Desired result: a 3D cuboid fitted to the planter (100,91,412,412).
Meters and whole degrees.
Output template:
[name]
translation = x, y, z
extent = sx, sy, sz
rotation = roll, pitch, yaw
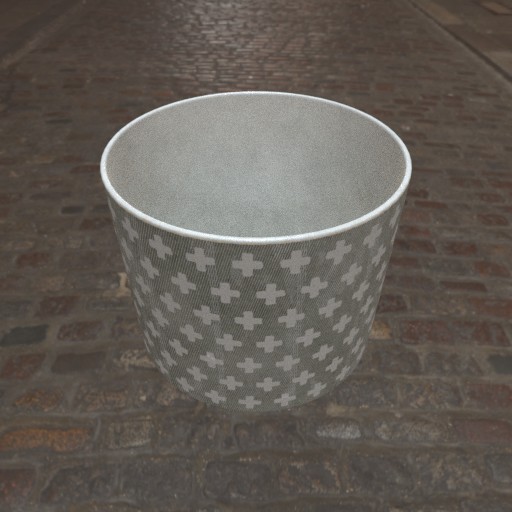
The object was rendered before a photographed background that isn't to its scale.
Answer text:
[planter]
translation = 0.000, 0.000, 0.445
extent = 0.250, 0.239, 0.250
rotation = 0, 41, 0
